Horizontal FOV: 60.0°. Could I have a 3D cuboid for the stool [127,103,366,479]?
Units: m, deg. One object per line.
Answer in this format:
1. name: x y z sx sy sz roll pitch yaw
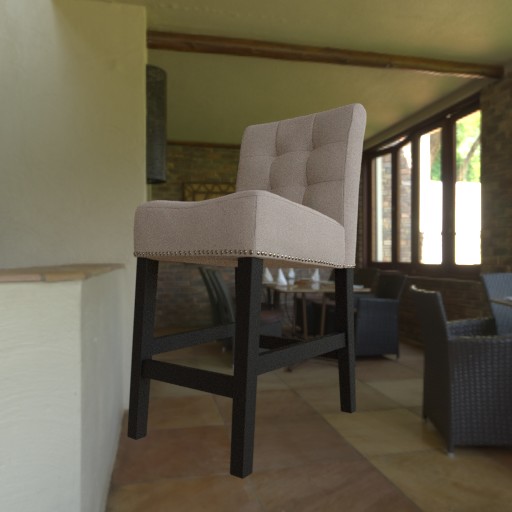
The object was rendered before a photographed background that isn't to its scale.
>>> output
1. stool: 0.000 0.000 1.204 0.427 0.885 0.571 0 0 36
